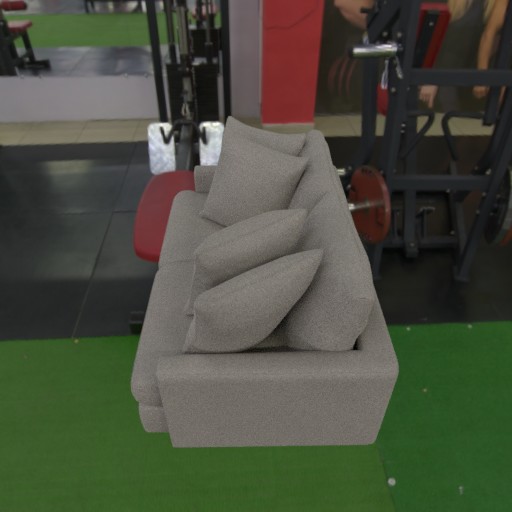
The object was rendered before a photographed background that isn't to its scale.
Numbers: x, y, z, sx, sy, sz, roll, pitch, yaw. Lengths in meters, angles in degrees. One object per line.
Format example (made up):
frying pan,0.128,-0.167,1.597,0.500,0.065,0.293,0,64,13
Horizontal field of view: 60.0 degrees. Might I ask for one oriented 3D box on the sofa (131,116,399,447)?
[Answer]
sofa,0.000,0.000,2.663,1.228,1.080,1.869,-1,40,-1
